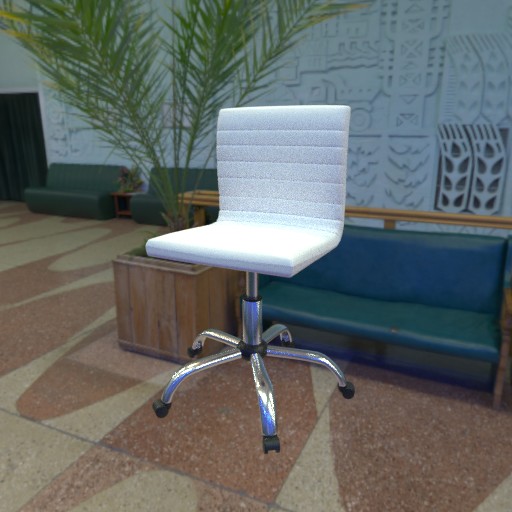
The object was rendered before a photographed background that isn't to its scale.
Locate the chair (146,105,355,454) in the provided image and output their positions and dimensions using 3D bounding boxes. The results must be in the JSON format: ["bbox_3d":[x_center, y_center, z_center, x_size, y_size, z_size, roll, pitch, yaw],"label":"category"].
[{"bbox_3d":[0.000,0.000,1.193,0.556,0.780,0.530,8,17,26],"label":"chair"}]
